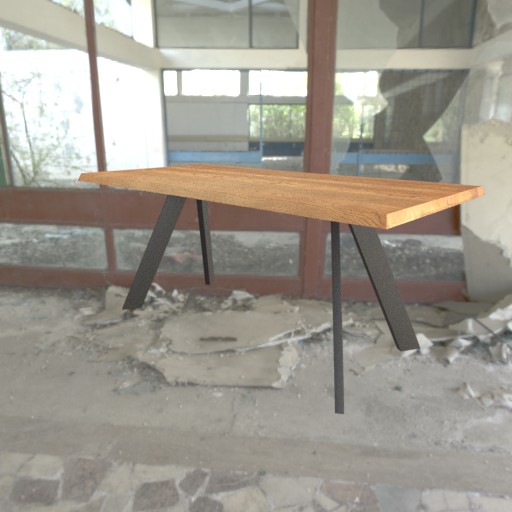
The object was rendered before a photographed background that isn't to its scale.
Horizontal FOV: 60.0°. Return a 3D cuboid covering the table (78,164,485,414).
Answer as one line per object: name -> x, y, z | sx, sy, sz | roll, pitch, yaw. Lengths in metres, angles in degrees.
table -> 0.000, 0.000, 2.232 | 1.800, 0.770, 0.900 | 14, 21, 40
